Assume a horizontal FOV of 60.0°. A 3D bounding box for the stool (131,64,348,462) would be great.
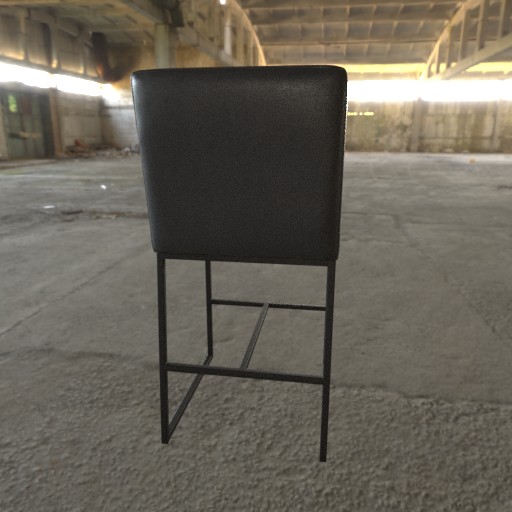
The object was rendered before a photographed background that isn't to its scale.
[{"bbox_3d":[0.000,0.000,1.255,0.457,0.938,0.552,3,16,9],"label":"stool"}]
